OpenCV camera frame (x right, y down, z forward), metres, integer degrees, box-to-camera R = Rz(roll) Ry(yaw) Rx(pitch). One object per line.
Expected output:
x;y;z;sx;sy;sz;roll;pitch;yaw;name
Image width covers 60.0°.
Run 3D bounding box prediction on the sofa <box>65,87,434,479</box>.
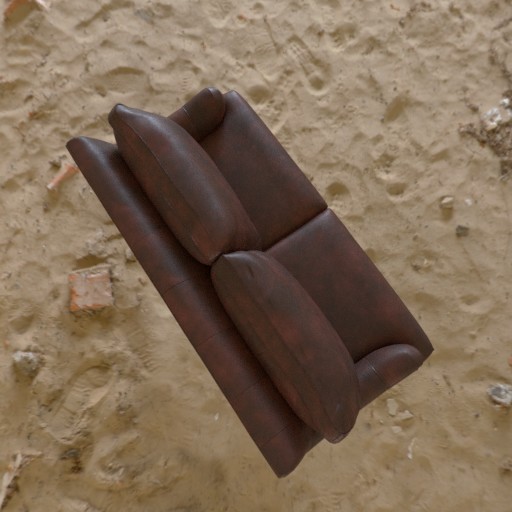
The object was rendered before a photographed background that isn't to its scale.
0.000;0.000;2.704;1.147;1.071;2.144;-34;78;-8;sofa
